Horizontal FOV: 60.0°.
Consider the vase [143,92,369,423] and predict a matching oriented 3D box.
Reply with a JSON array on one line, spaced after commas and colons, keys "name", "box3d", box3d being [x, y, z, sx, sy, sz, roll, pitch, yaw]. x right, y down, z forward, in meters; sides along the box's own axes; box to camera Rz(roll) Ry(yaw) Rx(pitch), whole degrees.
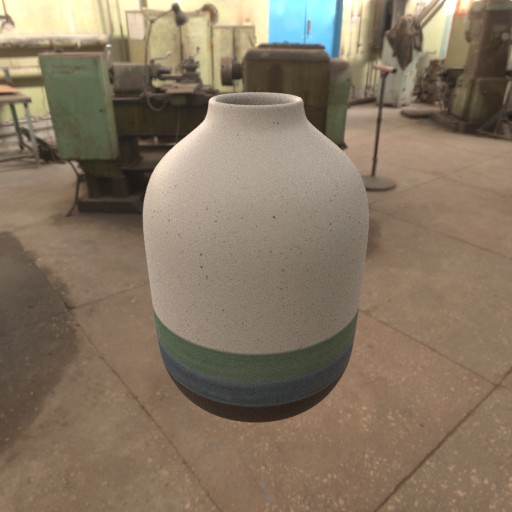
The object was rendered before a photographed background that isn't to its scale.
[{"name": "vase", "box3d": [0.000, 0.000, 0.355, 0.169, 0.240, 0.169, 0, 27, 0]}]
